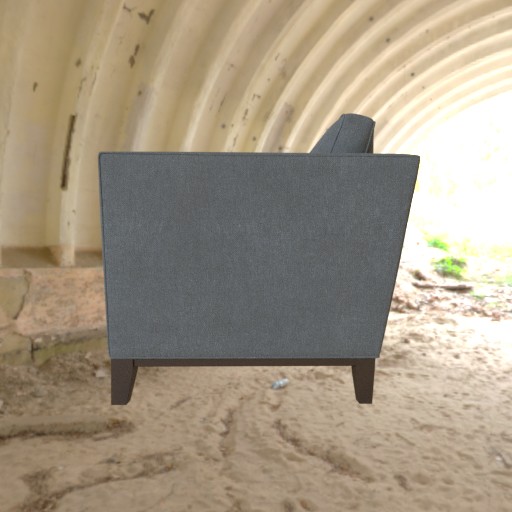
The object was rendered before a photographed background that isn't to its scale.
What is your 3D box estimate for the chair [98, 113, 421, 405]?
[{"bbox_3d":[0.000,0.000,1.998,0.965,0.942,1.396,0,0,-1],"label":"chair"}]
